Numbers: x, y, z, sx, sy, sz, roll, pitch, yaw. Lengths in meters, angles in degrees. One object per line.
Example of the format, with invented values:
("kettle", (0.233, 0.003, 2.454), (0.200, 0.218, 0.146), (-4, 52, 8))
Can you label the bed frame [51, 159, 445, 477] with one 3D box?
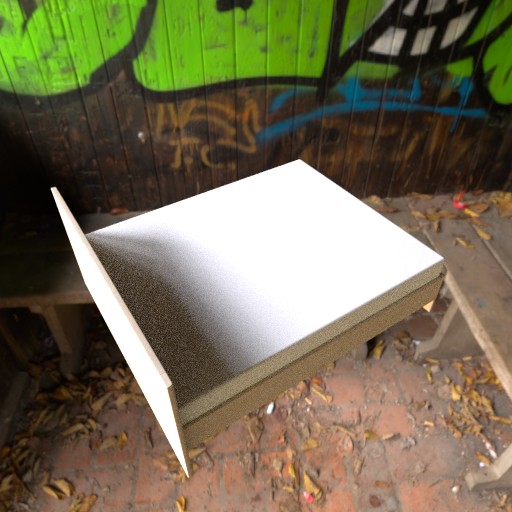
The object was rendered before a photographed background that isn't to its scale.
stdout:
("bed frame", (0.000, 0.000, 3.119), (2.080, 0.900, 1.800), (-24, 47, -24))
